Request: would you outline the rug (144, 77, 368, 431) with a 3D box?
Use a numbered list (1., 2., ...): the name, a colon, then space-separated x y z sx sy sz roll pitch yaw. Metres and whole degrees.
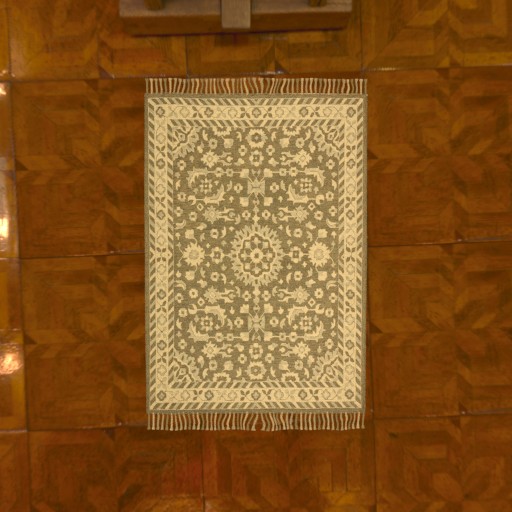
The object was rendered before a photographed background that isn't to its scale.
1. rug: 0.000 0.000 3.054 1.530 0.025 2.431 0 91 0
